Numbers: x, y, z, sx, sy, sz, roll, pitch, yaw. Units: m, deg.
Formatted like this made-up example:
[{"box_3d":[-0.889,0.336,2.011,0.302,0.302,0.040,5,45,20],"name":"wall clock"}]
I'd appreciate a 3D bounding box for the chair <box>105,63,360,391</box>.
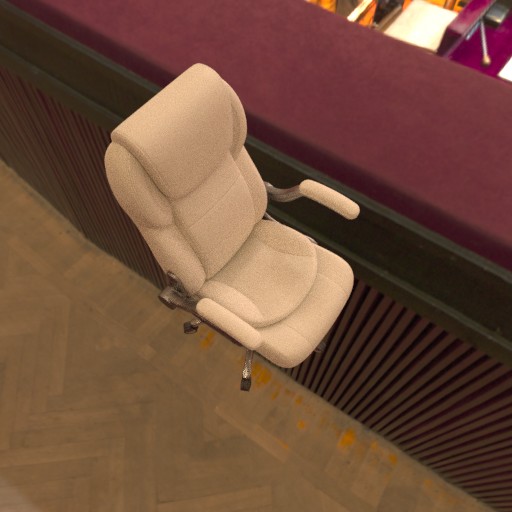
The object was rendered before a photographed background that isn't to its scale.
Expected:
[{"box_3d":[0.000,0.000,1.847,0.806,1.330,0.755,32,65,17],"name":"chair"}]
